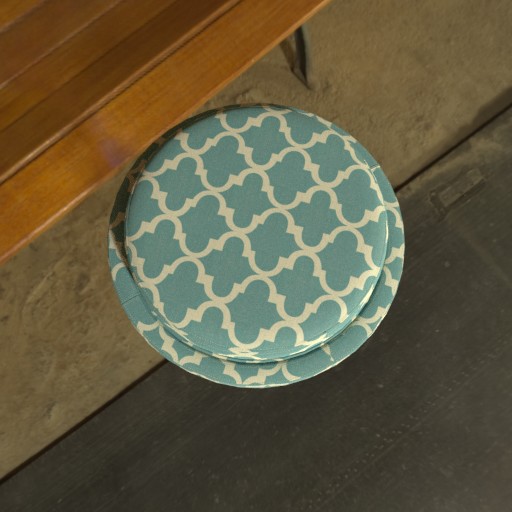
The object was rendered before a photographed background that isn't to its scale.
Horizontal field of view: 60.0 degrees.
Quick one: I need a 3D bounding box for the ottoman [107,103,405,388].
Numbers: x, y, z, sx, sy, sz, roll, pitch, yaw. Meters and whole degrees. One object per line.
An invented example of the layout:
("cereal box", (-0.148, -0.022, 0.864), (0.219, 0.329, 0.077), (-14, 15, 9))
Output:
("ottoman", (0.000, 0.000, 0.840), (0.480, 0.429, 0.480), (0, 74, 0))
